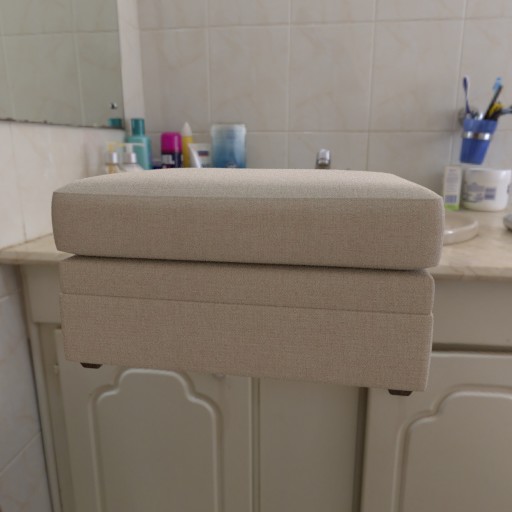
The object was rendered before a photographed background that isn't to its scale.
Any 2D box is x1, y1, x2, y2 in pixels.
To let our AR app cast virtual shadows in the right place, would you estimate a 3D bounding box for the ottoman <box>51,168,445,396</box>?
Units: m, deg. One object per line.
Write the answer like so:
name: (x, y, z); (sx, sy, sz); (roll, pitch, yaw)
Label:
ottoman: (0.000, 0.000, 1.253); (0.885, 0.478, 0.637); (2, 14, 10)
